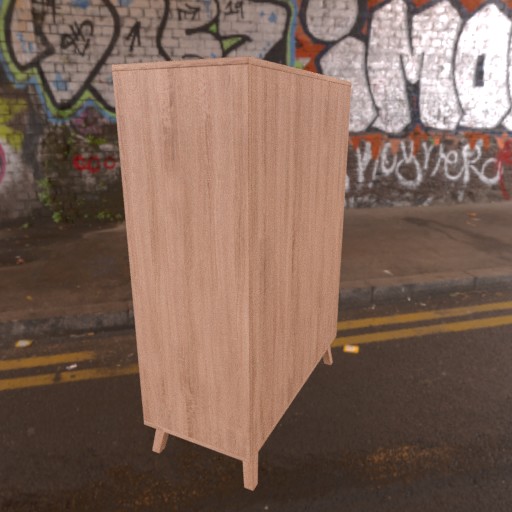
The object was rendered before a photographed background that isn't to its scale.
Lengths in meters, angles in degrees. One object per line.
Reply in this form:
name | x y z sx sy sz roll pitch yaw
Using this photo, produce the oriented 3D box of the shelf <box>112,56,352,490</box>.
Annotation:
shelf | 0.000 0.000 1.834 0.450 1.390 1.000 8 19 25
